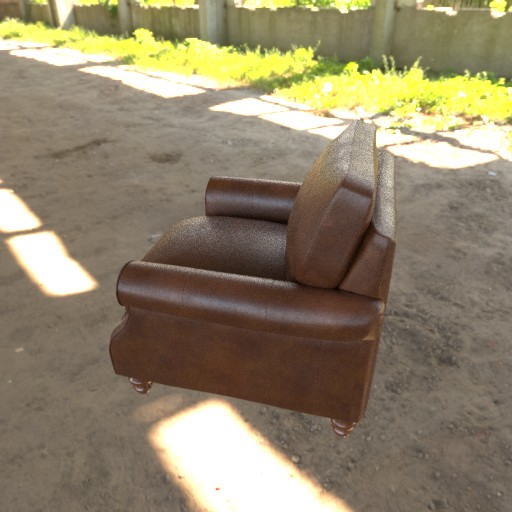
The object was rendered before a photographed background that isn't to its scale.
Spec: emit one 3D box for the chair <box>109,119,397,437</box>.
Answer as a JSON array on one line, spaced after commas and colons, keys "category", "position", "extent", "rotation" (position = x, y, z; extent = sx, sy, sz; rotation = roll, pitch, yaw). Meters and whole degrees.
[{"category": "chair", "position": [0.000, 0.000, 1.769], "extent": [0.992, 0.972, 0.989], "rotation": [8, 31, 13]}]
